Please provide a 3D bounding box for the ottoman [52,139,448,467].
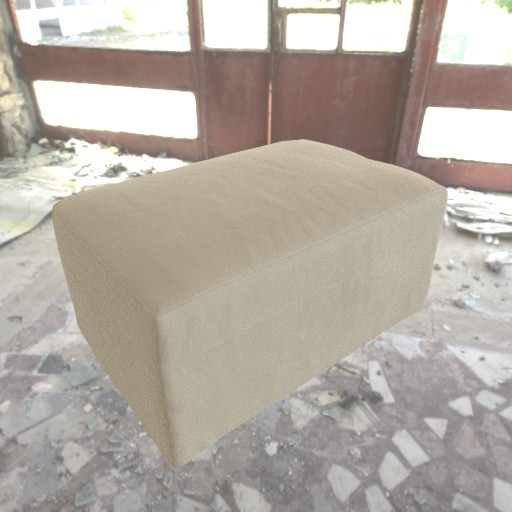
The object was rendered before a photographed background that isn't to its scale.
[{"bbox_3d":[0.000,0.000,1.178,0.872,0.444,0.590,-22,38,-32],"label":"ottoman"}]
